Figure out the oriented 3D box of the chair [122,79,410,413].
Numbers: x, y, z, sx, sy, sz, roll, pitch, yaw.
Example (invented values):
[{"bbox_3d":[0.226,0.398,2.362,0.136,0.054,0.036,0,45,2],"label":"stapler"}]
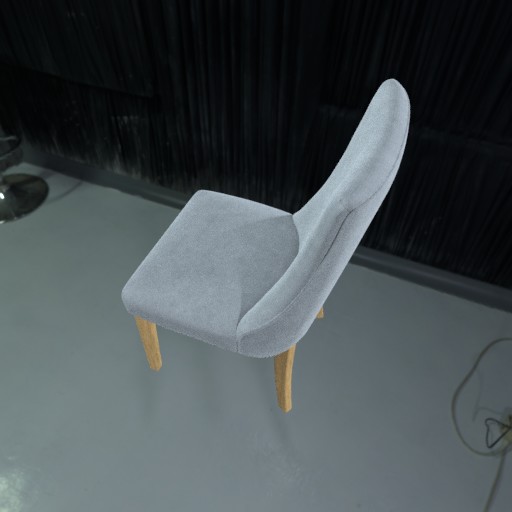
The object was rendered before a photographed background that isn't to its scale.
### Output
[{"bbox_3d":[0.000,0.000,1.232,0.610,0.902,0.495,16,49,14],"label":"chair"}]
